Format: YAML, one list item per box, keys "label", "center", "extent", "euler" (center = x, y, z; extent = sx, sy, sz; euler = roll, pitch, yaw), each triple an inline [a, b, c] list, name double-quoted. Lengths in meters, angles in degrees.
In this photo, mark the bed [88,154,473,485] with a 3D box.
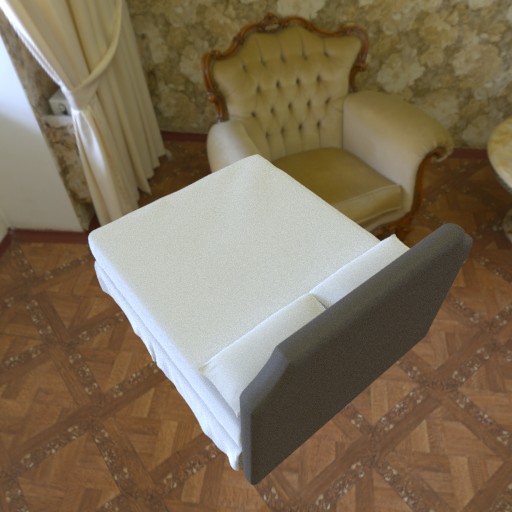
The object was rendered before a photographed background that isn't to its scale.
- label: "bed"
  center: [0.000, 0.000, 3.836]
  extent: [2.194, 1.561, 2.536]
  euler: [-31, 54, -25]
